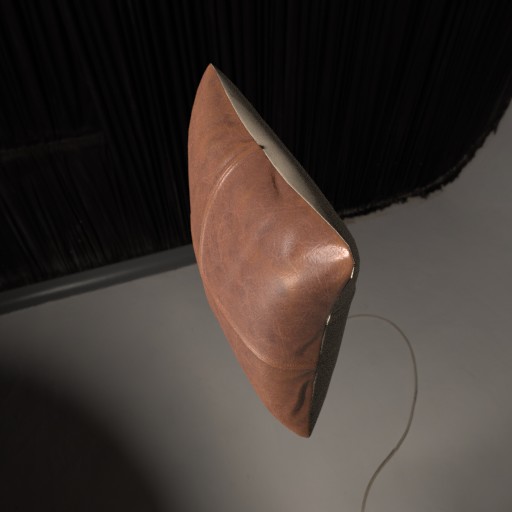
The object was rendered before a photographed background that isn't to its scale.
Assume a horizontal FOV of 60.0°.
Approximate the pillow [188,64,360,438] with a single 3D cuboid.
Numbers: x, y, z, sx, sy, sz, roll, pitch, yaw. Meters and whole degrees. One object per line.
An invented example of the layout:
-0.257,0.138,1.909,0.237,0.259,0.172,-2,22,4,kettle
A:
0.000,0.000,0.740,0.192,0.470,0.484,-16,49,-14,pillow
